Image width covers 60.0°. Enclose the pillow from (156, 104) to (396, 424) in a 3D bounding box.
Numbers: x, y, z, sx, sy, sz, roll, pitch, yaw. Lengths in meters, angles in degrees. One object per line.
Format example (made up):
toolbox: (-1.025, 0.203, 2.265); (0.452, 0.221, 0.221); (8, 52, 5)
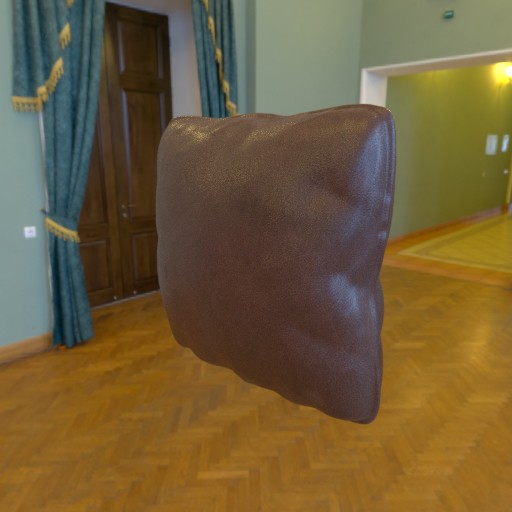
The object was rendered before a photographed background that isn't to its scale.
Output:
pillow: (0.000, 0.000, 0.837); (0.532, 0.523, 0.236); (13, 19, 41)
